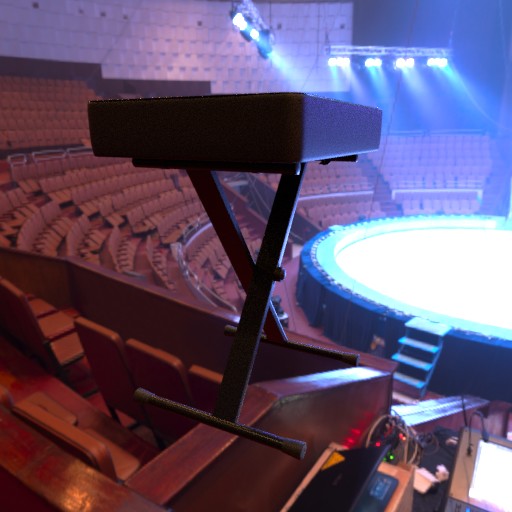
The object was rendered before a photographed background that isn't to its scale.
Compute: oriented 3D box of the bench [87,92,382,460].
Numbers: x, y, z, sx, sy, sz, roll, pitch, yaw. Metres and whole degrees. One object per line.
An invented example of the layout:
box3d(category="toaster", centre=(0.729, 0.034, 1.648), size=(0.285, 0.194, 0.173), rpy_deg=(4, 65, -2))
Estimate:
box3d(category="bench", centre=(0.000, 0.000, 0.778), size=(0.321, 0.500, 0.424), rpy_deg=(8, 17, 26))
